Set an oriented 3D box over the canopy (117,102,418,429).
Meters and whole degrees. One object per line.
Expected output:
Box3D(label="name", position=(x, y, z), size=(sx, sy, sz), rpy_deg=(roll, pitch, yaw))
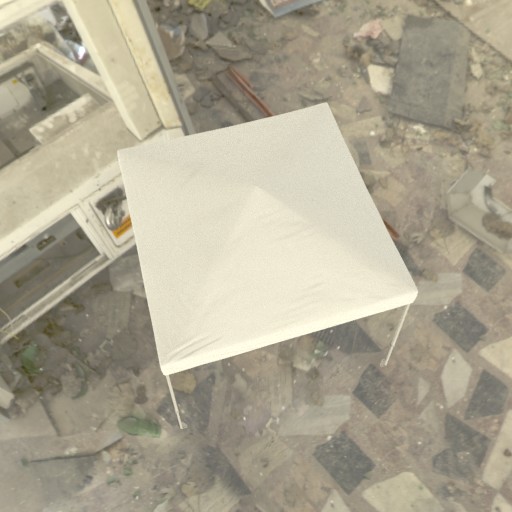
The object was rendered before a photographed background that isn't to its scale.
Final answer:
Box3D(label="canopy", position=(0.000, 0.000, 6.471), size=(3.600, 3.600, 3.599), rpy_deg=(-15, 66, -7))
